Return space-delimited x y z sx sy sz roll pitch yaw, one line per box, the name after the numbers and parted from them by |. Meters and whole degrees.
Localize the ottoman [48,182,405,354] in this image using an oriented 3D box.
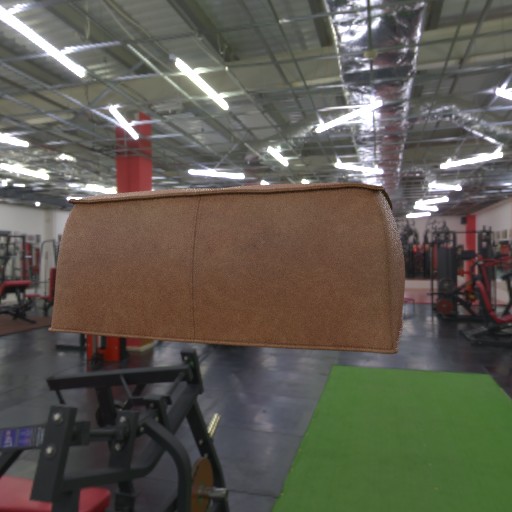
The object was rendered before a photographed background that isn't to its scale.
0.000 0.000 1.416 0.902 0.395 0.901 0 0 18 | ottoman
